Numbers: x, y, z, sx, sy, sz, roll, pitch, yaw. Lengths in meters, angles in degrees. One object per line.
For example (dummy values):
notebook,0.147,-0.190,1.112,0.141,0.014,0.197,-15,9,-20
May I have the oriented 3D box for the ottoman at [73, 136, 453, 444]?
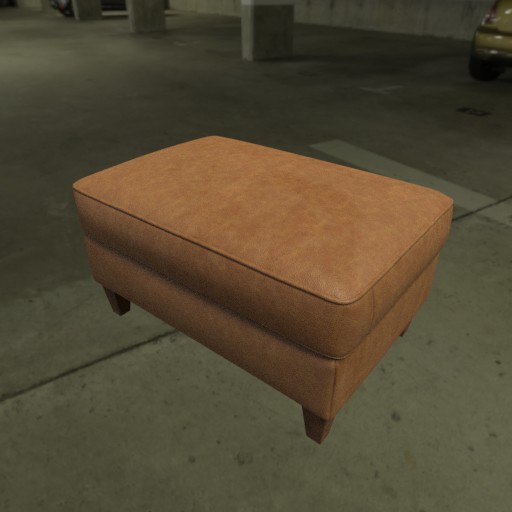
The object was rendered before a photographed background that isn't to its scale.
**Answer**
ottoman,0.000,0.000,1.233,0.864,0.483,0.584,23,38,32
